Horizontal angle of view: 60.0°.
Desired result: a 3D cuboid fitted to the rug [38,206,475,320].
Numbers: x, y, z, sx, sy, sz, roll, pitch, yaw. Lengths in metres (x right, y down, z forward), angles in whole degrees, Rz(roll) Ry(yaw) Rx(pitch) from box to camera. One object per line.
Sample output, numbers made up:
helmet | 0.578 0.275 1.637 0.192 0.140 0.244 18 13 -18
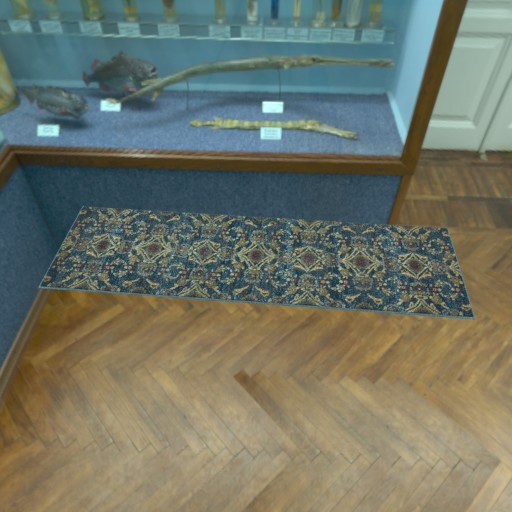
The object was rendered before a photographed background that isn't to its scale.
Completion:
rug | 0.000 0.000 2.544 2.292 0.014 0.685 4 47 3
